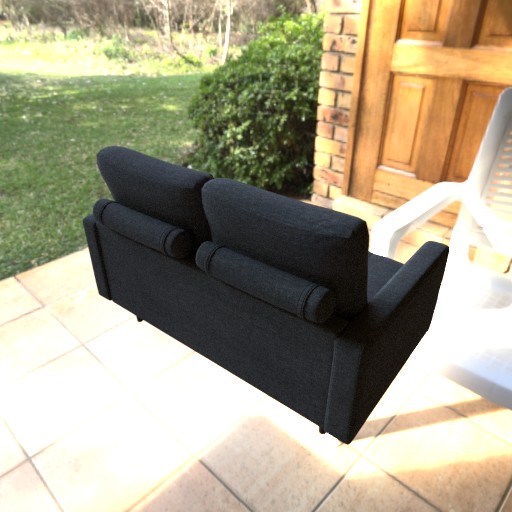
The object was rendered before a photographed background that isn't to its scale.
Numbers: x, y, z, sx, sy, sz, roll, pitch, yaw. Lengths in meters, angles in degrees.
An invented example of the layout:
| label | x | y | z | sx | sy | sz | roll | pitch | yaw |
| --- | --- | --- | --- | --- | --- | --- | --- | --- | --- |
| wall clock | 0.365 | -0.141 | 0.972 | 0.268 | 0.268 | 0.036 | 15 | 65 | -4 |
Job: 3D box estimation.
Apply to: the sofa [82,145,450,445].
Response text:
| label | x | y | z | sx | sy | sz | roll | pitch | yaw |
| --- | --- | --- | --- | --- | --- | --- | --- | --- | --- |
| sofa | 0.000 | 0.000 | 1.955 | 1.407 | 0.907 | 0.842 | 22 | 37 | 32 |
